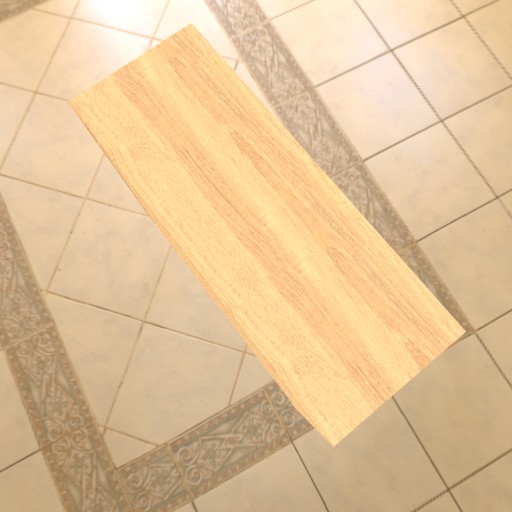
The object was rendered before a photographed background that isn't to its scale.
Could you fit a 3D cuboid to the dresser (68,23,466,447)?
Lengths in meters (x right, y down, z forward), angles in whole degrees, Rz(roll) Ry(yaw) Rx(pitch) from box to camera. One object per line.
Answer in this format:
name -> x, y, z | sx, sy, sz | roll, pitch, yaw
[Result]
dresser -> 0.000, 0.000, 1.435 | 0.380, 0.900, 0.980 | -37, 79, -9
